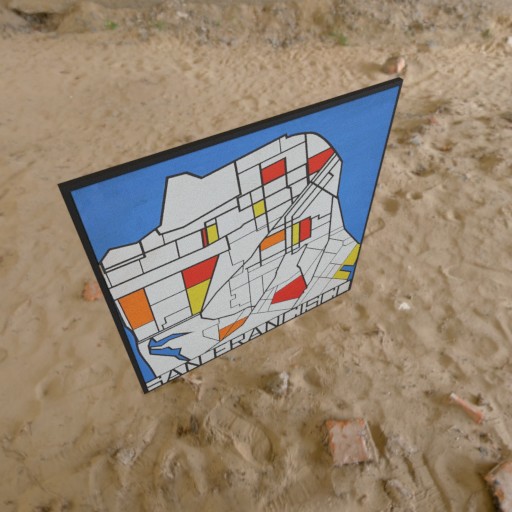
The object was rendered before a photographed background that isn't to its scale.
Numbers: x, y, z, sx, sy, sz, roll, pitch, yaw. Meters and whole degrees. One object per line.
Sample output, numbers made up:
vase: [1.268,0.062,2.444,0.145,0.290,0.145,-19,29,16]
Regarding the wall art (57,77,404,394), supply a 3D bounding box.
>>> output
wall art: [0.000,0.000,0.999,0.664,0.663,0.015,-23,52,-20]
